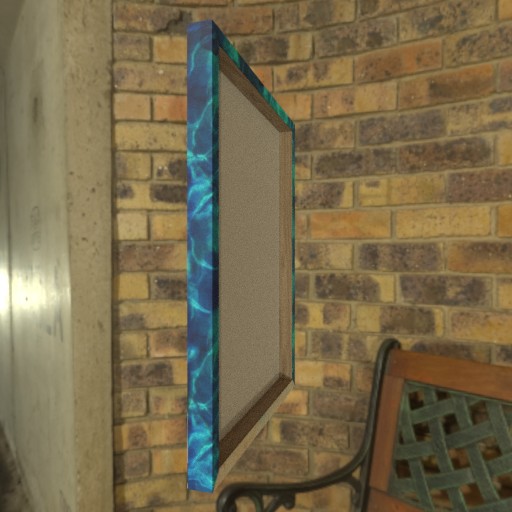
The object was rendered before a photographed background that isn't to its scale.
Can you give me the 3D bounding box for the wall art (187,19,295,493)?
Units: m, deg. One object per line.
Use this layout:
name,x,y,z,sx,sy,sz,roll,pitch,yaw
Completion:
wall art,0.000,0.000,0.841,0.038,0.635,0.508,0,0,18
